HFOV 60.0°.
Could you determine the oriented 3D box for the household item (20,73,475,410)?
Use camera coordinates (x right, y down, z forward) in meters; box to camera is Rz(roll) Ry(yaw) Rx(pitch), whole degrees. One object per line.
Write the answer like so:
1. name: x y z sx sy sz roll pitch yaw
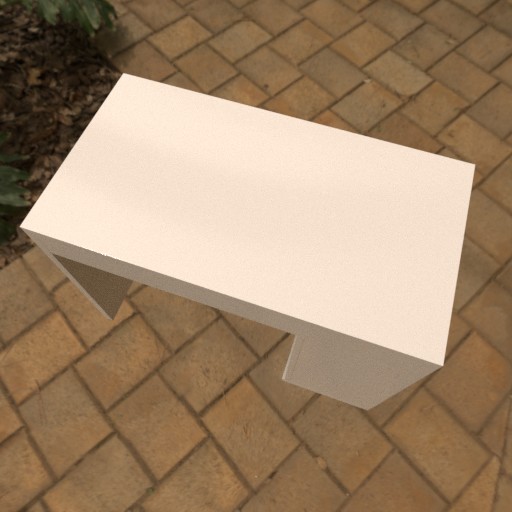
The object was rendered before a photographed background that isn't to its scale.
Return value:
1. household item: 0.000 0.000 1.537 1.100 0.749 0.597 17 65 8
